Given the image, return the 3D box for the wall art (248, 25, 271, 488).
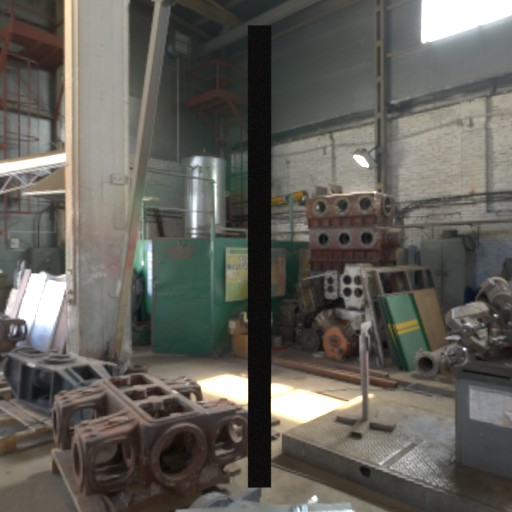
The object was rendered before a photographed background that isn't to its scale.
[{"bbox_3d":[0.000,0.000,0.764,0.029,0.559,0.457,0,0,-1],"label":"wall art"}]
